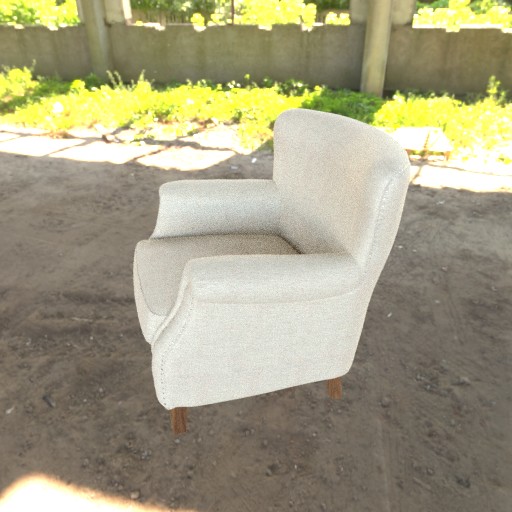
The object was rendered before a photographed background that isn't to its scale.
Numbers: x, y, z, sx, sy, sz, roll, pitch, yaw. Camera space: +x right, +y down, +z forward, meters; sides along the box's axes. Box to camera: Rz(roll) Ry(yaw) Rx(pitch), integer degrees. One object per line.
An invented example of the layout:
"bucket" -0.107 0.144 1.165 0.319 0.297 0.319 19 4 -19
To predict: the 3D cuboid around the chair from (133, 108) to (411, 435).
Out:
"chair" 0.000 0.000 1.682 0.921 0.936 0.861 -9 30 -15
